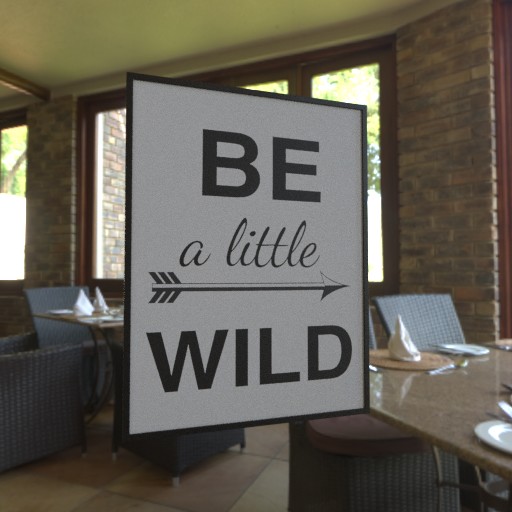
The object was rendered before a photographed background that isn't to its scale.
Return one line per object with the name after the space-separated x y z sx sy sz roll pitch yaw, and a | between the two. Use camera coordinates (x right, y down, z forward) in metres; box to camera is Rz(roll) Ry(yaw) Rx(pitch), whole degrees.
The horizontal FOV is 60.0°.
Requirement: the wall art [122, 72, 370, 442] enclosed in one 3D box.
0.000 0.000 1.416 0.806 1.062 0.038 1 -2 -19 | wall art
